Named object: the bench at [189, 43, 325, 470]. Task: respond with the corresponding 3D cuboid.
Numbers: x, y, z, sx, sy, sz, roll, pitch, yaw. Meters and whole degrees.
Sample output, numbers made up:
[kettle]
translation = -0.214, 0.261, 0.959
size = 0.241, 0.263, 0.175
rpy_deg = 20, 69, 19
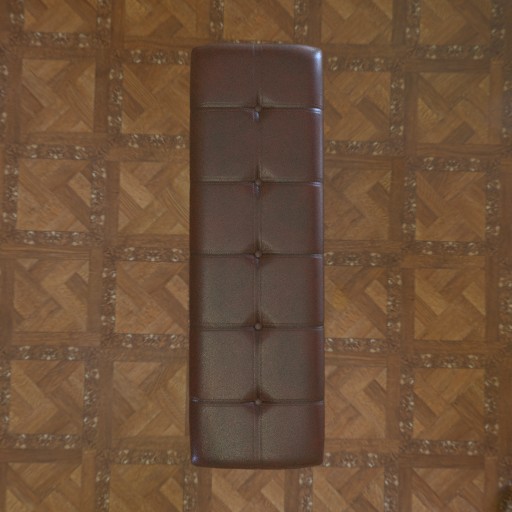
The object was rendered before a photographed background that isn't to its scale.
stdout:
[bench]
translation = 0.000, 0.000, 1.510
size = 0.401, 0.491, 1.259
rpy_deg = 0, 89, -1
